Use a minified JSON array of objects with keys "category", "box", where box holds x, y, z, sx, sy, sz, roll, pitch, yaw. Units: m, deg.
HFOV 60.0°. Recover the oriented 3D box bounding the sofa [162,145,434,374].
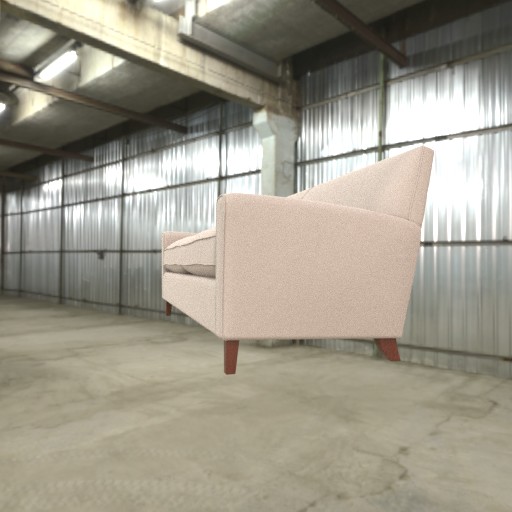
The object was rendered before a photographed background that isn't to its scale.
[{"category":"sofa","box":[0.000,0.000,2.513,0.875,0.846,2.000,0,-1,-18]}]
